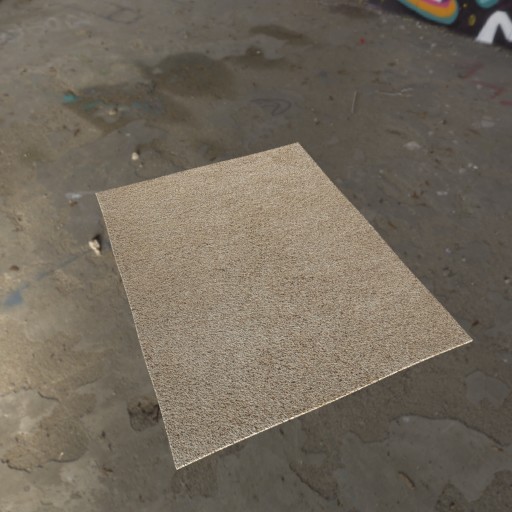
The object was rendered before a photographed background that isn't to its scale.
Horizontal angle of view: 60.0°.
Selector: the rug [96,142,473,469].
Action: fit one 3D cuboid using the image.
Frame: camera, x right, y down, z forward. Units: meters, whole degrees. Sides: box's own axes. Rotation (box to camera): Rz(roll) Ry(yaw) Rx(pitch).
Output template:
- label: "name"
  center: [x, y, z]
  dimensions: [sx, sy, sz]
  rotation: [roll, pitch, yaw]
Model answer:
- label: "rug"
  center: [0.000, 0.000, 4.082]
  dimensions: [2.400, 0.025, 3.000]
  rotation: [-18, 50, -16]
